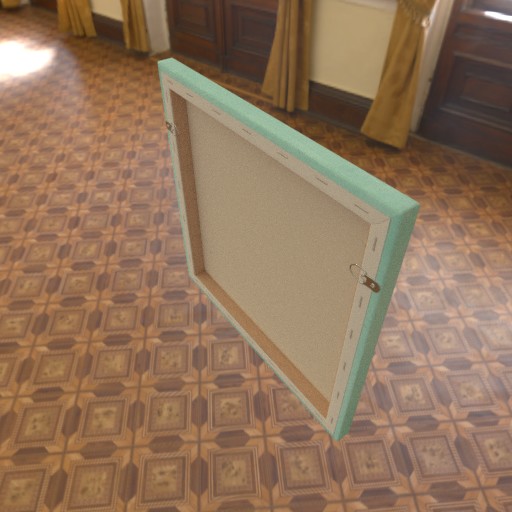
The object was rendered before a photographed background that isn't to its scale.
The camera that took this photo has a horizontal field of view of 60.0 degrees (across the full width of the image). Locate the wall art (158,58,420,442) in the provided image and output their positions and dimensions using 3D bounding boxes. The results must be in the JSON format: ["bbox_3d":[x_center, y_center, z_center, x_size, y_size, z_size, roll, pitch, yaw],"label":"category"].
[{"bbox_3d":[0.000,0.000,1.598,0.070,1.073,1.071,-27,50,-26],"label":"wall art"}]
